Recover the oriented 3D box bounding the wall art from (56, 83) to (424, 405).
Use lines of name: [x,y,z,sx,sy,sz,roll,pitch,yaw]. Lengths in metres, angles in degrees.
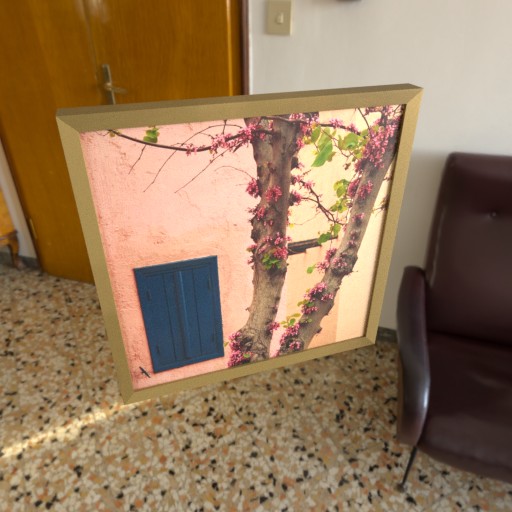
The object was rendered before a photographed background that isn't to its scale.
wall art: [0.000,0.000,0.737,0.507,0.508,0.038,-10,33,-15]
